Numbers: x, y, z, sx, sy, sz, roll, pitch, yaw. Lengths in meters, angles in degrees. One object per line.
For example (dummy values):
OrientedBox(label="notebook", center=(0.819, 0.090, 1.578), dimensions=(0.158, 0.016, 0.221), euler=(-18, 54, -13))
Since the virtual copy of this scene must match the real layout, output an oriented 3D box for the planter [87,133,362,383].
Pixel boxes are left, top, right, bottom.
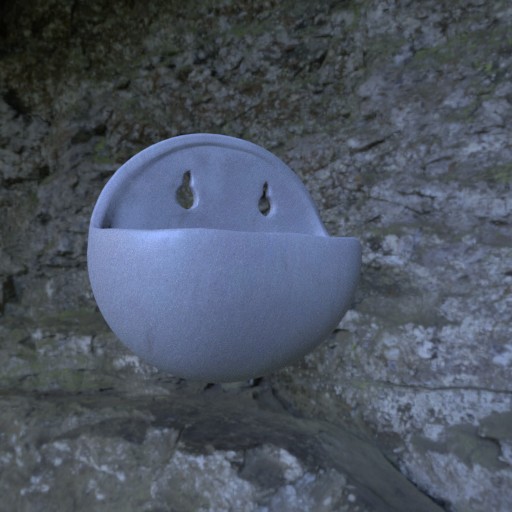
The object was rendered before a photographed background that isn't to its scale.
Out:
OrientedBox(label="planter", center=(0.000, 0.000, 0.275), dimensions=(0.190, 0.164, 0.073), euler=(1, -2, -37))
